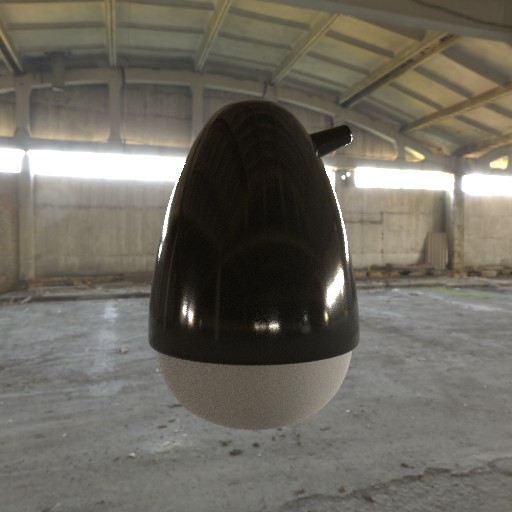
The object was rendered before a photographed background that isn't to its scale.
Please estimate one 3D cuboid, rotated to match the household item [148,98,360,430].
[{"bbox_3d":[0.000,0.000,0.219,0.104,0.152,0.102,0,1,-17],"label":"household item"}]
